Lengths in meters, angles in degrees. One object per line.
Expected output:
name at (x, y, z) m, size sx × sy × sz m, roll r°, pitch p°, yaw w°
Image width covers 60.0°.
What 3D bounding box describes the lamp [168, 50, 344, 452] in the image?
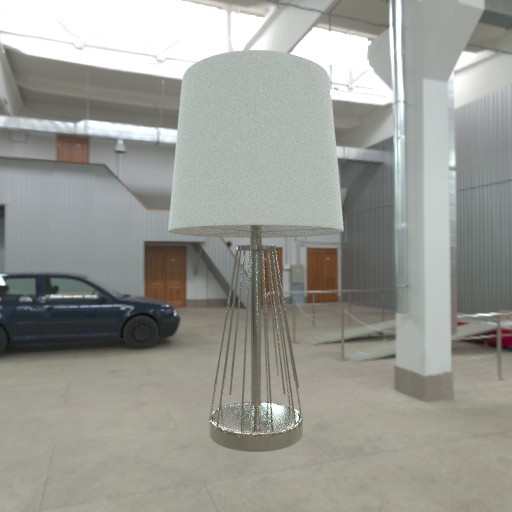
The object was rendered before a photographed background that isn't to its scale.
lamp at (0.000, 0.000, 0.780) m, size 0.303 × 0.618 × 0.303 m, roll 0°, pitch -1°, yaw 0°
